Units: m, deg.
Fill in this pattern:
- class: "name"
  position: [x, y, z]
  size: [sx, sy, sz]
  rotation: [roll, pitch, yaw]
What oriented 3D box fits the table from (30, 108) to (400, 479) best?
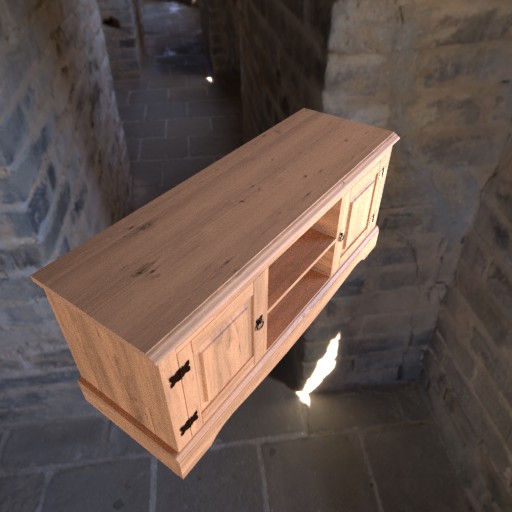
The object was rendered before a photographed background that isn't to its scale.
- class: "table"
  position: [0.000, 0.000, 1.454]
  size: [0.400, 0.510, 1.200]
  rotation: [25, 46, 27]
